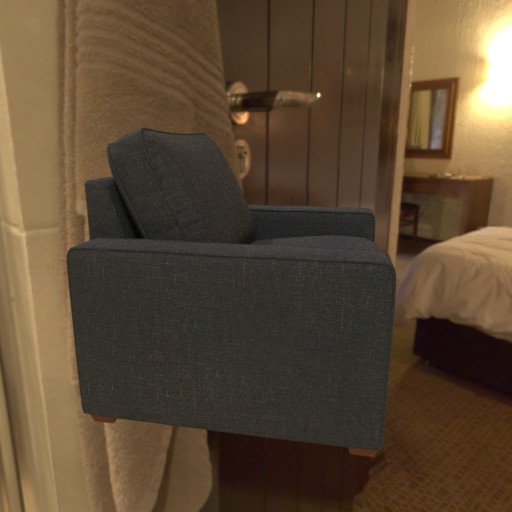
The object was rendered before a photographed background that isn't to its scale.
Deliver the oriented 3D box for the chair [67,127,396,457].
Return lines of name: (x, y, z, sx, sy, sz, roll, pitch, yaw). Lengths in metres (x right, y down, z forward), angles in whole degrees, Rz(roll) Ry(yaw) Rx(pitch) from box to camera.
chair: (0.000, 0.000, 1.679, 0.940, 0.919, 1.017, 3, 14, 11)
